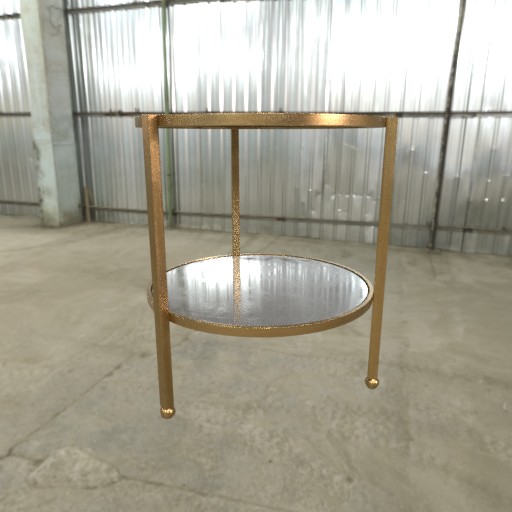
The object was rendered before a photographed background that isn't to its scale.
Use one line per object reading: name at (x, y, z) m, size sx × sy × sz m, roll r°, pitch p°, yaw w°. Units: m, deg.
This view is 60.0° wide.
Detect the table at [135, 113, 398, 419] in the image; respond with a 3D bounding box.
table at (0.000, 0.000, 0.454) m, size 0.243 × 0.269 × 0.231 m, roll -14°, pitch 21°, yaw -42°
